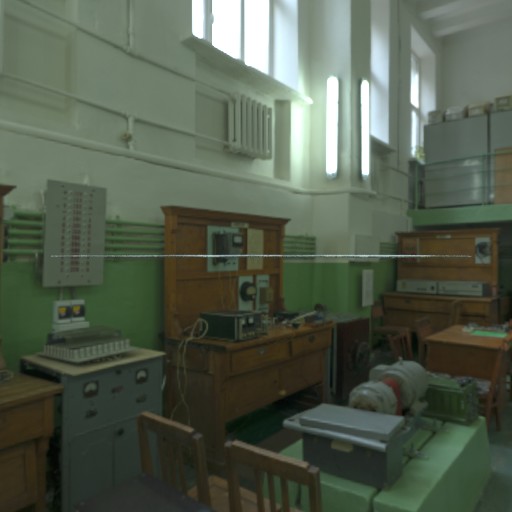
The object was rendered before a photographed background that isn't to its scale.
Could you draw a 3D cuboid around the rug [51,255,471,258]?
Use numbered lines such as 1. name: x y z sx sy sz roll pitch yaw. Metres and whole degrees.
1. rug: 0.000 0.000 2.190 1.754 0.010 1.148 0 0 36
